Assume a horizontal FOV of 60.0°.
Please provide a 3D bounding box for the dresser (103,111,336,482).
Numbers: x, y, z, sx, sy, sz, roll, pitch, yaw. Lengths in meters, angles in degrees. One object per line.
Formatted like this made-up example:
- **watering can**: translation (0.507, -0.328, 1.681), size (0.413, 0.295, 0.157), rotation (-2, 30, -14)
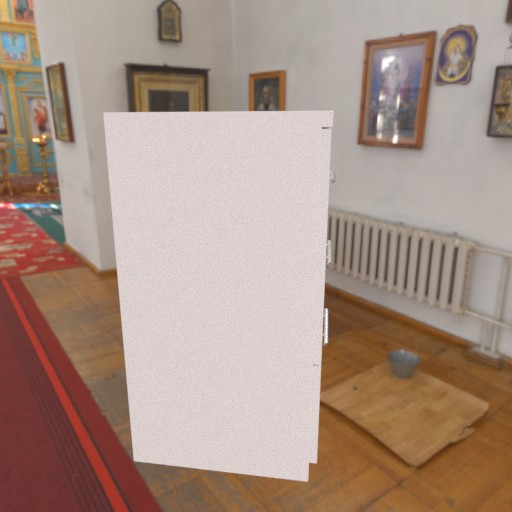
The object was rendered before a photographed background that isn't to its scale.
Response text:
- **dresser**: translation (0.000, 0.000, 1.251), size (0.420, 0.740, 0.830), rotation (2, 16, 9)
